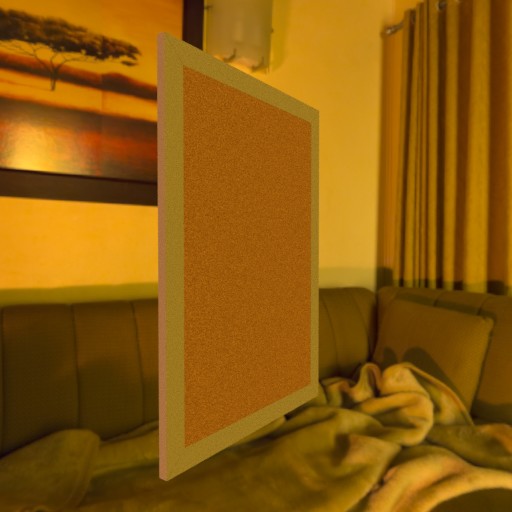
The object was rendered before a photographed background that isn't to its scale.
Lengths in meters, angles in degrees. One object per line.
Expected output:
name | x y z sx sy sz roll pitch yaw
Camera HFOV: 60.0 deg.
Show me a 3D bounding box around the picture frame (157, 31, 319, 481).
picture frame | 0.000 0.000 0.586 0.011 0.459 0.326 1 2 36
